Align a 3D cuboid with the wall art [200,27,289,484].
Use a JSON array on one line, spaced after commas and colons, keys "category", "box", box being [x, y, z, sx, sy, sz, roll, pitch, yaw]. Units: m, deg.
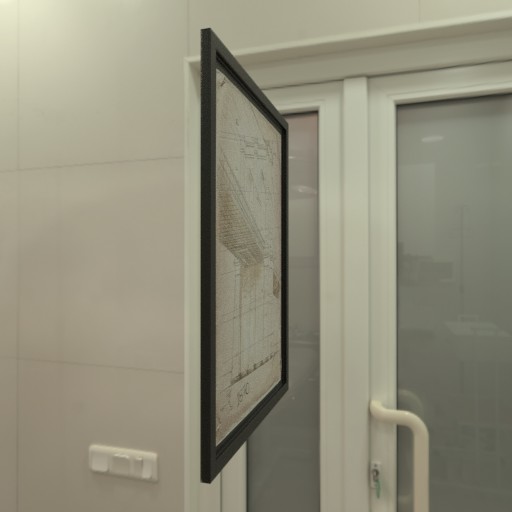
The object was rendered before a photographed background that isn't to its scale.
[{"category": "wall art", "box": [0.000, 0.000, 0.869, 0.016, 0.657, 0.480, 0, 0, 18]}]
